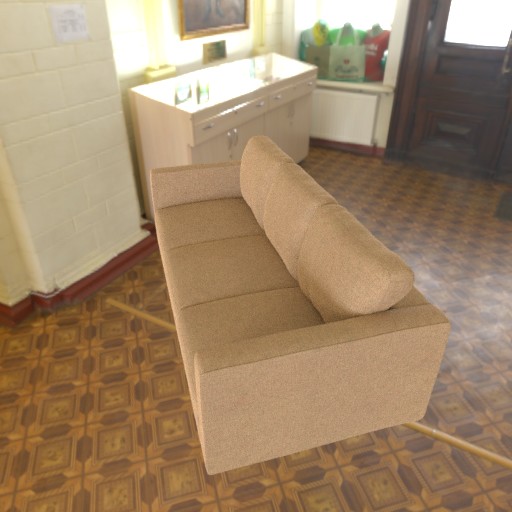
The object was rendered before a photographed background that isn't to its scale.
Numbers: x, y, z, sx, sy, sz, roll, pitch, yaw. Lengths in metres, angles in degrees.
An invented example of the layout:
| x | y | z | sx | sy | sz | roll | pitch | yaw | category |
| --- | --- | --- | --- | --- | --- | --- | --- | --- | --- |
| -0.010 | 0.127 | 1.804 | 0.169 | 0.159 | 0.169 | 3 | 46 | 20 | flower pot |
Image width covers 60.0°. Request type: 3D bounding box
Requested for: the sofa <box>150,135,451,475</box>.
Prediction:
| x | y | z | sx | sy | sz | roll | pitch | yaw | category |
| --- | --- | --- | --- | --- | --- | --- | --- | --- | --- |
| 0.000 | 0.000 | 2.315 | 0.930 | 0.800 | 1.855 | -9 | 33 | -14 | sofa |
